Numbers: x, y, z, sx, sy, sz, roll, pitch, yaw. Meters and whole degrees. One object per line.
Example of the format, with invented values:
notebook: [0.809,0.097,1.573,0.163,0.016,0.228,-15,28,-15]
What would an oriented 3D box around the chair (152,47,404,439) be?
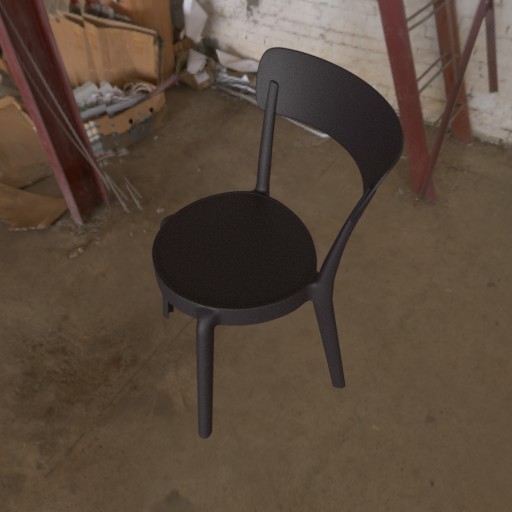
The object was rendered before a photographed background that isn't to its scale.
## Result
chair: [0.000,0.000,1.093,0.491,0.790,0.506,-16,48,-14]
